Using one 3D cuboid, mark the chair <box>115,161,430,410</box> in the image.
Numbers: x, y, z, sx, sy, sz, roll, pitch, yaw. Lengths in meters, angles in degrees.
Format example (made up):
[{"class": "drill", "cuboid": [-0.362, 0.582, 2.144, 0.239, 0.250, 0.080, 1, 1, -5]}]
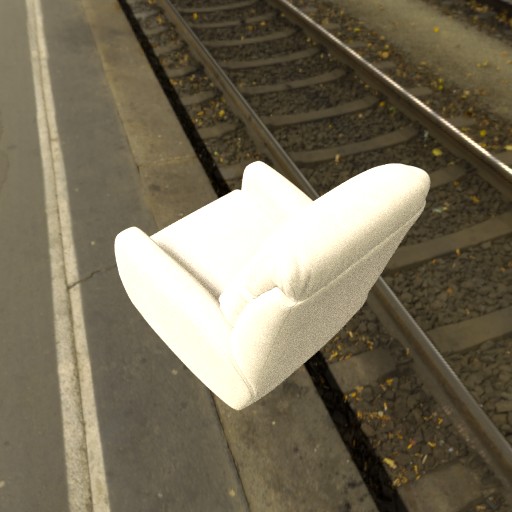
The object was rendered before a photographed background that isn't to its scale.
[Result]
[{"class": "chair", "cuboid": [0.000, 0.000, 1.723, 0.812, 1.015, 0.941, -33, 55, -28]}]
